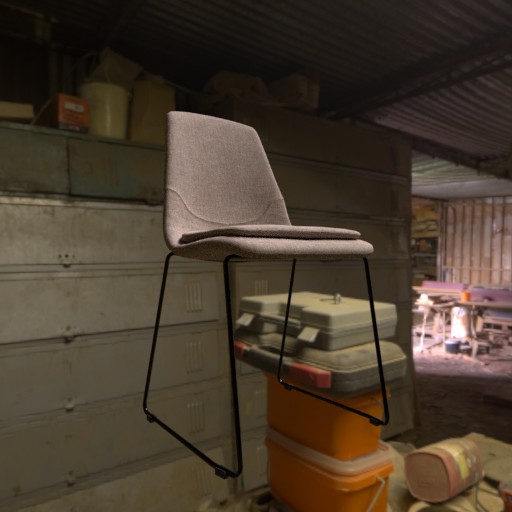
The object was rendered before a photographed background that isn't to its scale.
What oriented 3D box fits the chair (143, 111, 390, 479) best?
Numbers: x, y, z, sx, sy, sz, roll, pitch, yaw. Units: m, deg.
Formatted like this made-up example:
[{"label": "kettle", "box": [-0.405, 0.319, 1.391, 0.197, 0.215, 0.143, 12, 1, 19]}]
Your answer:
[{"label": "chair", "box": [0.000, 0.000, 1.168, 0.479, 0.858, 0.518, 0, 0, -35]}]
